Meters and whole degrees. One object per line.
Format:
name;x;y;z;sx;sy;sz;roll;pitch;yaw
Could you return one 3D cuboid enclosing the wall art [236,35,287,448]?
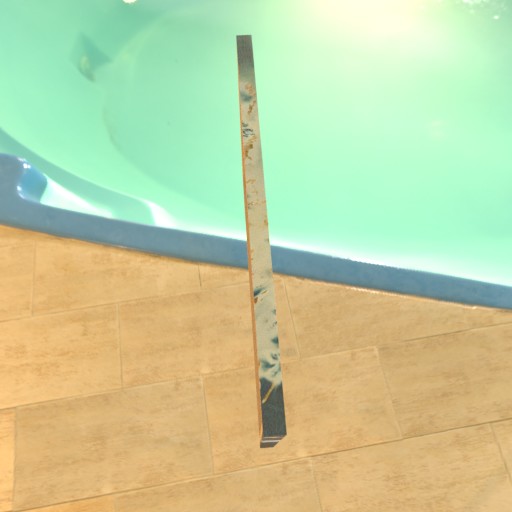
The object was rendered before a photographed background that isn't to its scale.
wall art;0.000;0.000;1.168;0.038;0.608;0.912;-3;65;-2
